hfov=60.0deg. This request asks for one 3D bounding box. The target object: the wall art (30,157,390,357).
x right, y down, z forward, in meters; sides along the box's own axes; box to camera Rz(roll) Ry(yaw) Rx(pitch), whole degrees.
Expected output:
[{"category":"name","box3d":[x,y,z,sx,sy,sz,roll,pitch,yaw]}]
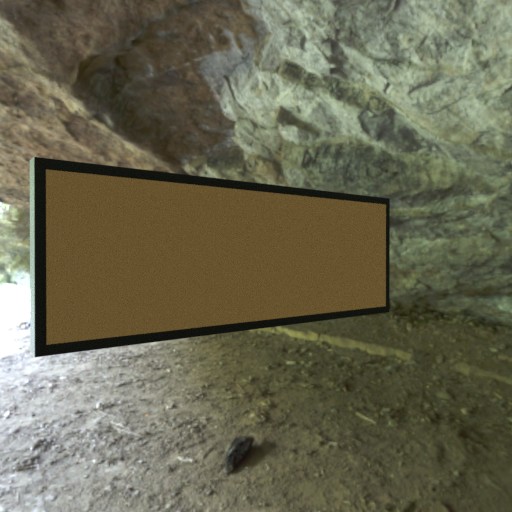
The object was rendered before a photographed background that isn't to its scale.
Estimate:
[{"category":"wall art","box3d":[0.000,0.000,0.940,0.860,0.303,0.037,0,0,-37]}]
